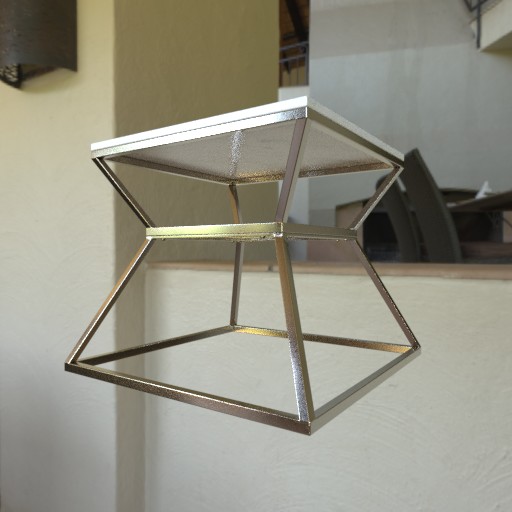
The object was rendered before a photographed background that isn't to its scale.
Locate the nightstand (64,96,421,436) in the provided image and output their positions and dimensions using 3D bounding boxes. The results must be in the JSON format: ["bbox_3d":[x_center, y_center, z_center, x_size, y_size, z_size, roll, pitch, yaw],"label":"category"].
[{"bbox_3d":[0.000,0.000,0.889,0.513,0.426,0.514,0,1,35],"label":"nightstand"}]
